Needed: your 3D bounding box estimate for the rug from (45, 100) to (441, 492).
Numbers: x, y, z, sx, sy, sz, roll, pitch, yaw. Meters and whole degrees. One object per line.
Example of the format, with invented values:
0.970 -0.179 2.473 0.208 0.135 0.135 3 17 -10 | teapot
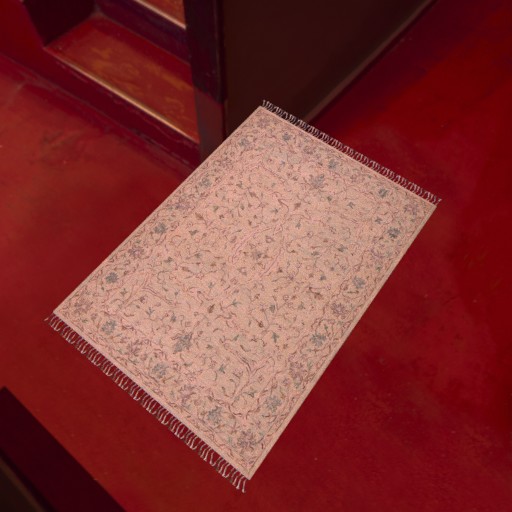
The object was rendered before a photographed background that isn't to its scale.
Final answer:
0.000 0.000 2.306 1.247 0.008 1.802 34 69 15 | rug
